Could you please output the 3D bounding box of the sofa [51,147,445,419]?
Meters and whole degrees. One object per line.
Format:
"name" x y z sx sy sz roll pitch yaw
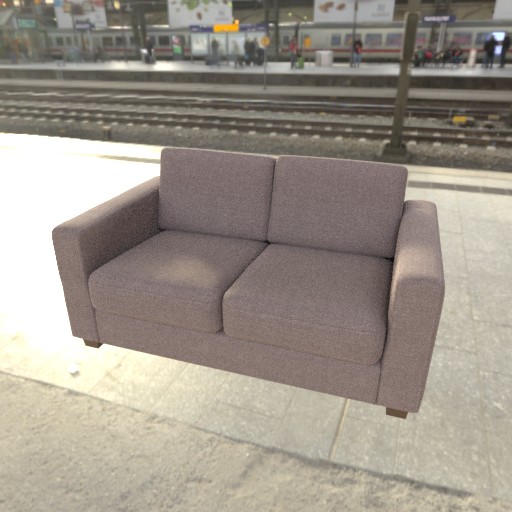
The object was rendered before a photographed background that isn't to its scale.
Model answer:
"sofa" 0.000 0.000 1.998 1.520 0.800 0.900 8 27 17
